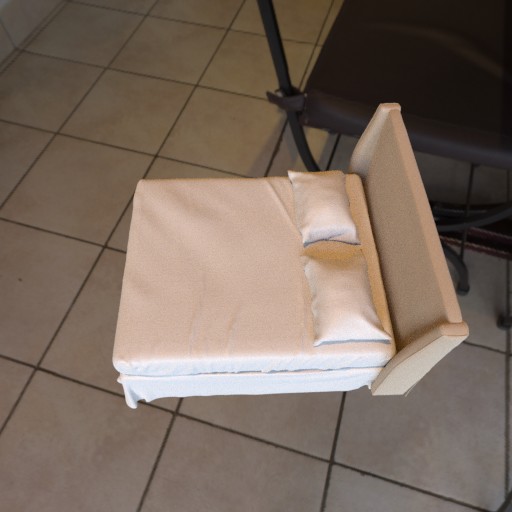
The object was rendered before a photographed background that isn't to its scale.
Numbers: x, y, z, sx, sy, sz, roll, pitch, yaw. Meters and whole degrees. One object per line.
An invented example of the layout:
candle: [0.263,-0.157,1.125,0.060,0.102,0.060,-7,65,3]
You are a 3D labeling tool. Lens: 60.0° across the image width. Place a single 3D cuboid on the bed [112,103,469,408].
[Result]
bed: [0.000,0.000,3.420,2.276,1.332,1.925,-2,58,-1]
